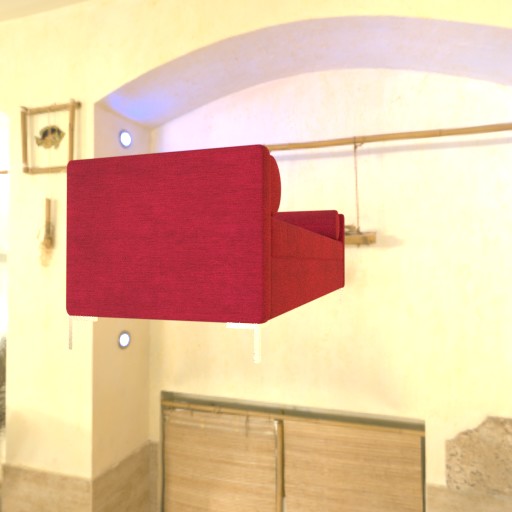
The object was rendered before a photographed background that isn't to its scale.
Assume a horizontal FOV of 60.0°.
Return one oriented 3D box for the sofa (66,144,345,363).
[{"bbox_3d":[0.000,0.000,2.286,0.686,0.635,1.981,0,-1,18],"label":"sofa"}]
